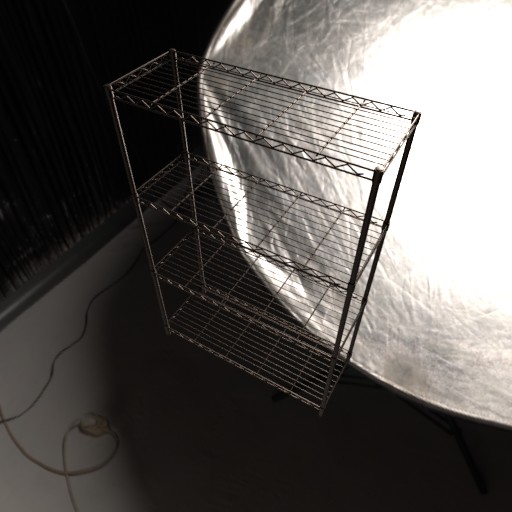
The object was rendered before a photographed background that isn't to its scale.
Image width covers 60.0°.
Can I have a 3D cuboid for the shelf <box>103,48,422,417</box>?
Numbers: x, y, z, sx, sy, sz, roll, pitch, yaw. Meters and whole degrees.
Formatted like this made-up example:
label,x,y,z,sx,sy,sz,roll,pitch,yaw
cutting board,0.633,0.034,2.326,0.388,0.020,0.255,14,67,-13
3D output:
label,x,y,z,sx,sy,sz,roll,pitch,yaw
shelf,0.000,0.000,1.811,0.907,1.361,0.352,23,50,21
